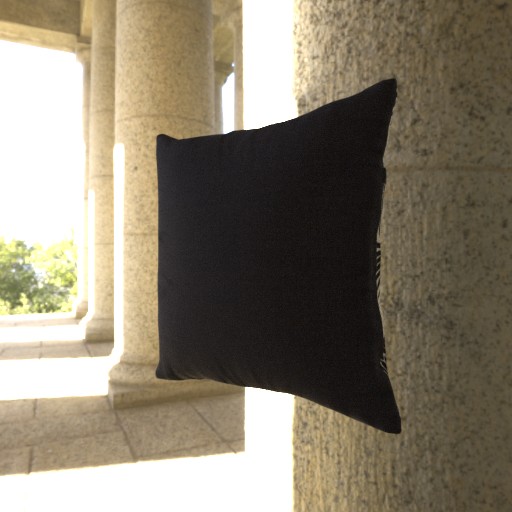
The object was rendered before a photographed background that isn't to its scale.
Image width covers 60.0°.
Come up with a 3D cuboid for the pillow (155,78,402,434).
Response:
[{"bbox_3d":[0.000,0.000,0.661,0.432,0.432,0.139,0,0,36],"label":"pillow"}]
